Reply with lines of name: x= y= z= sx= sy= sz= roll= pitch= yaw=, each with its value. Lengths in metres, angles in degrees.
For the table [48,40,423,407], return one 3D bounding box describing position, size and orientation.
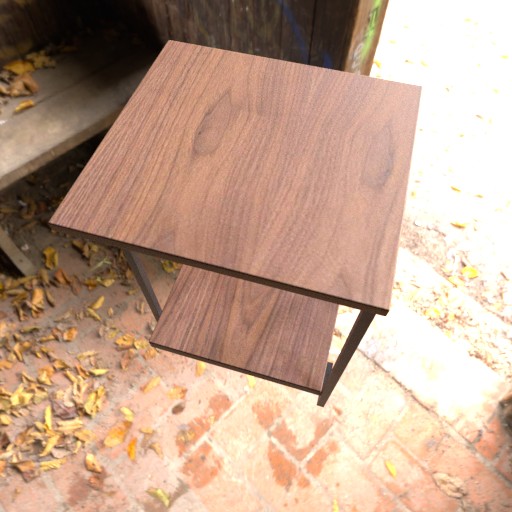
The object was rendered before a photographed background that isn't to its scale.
table: x=0.000 y=0.000 z=0.841 sx=0.411 sy=0.567 sz=0.384 roll=14 pitch=60 yaw=8
